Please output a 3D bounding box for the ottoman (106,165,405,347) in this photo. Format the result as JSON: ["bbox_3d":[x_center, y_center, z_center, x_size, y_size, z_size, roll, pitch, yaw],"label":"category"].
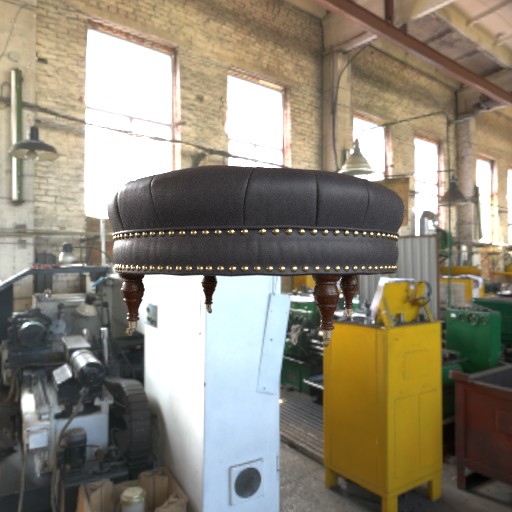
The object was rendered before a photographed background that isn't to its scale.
[{"bbox_3d":[0.000,0.000,1.395,0.901,0.439,0.901,0,-1,0],"label":"ottoman"}]
